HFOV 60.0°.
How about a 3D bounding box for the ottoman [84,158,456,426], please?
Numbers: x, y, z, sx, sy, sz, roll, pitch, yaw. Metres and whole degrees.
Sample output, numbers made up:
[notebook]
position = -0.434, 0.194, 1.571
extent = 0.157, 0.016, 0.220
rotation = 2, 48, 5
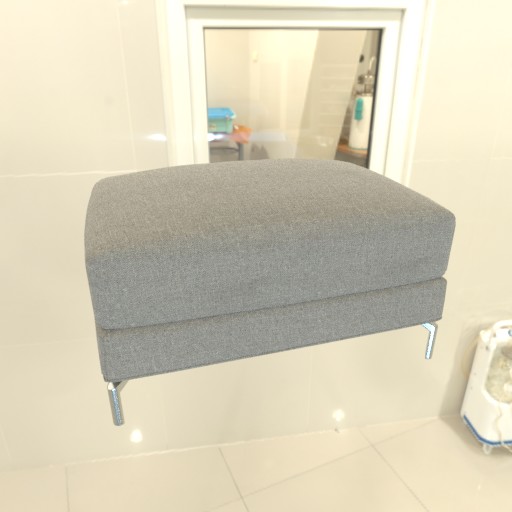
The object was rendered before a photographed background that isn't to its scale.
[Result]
[ottoman]
position = 0.000, 0.000, 1.207
extent = 0.838, 0.457, 0.584
rotation = -7, 26, -15
